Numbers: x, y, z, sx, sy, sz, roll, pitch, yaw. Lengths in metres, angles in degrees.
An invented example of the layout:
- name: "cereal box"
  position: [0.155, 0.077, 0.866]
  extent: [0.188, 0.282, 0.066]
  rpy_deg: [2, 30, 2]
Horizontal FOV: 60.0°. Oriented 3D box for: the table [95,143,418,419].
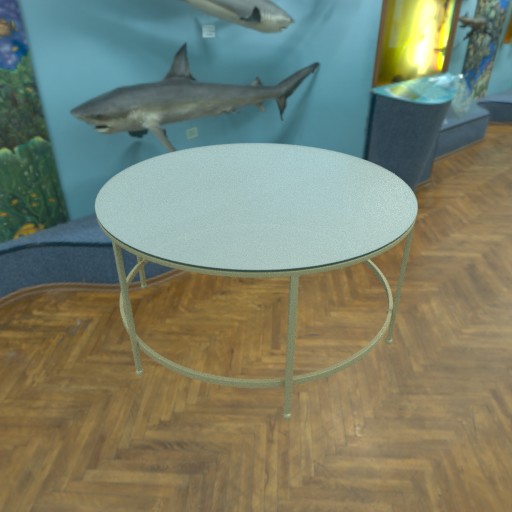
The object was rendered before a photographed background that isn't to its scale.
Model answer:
- name: "table"
  position: [0.000, 0.000, 1.430]
  extent: [0.914, 0.470, 0.914]
  rpy_deg: [0, 31, 0]
